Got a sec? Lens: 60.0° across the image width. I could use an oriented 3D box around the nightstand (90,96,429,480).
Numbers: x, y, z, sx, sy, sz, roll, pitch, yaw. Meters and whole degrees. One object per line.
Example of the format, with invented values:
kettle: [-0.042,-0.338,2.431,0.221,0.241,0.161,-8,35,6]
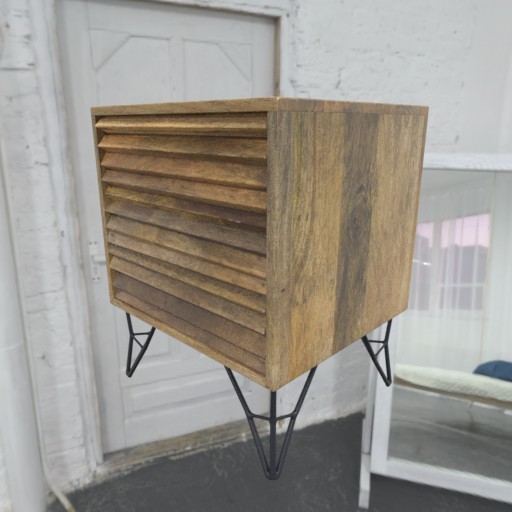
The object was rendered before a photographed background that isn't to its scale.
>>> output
nightstand: [0.000,0.000,0.872,0.457,0.559,0.406,16,23,42]
